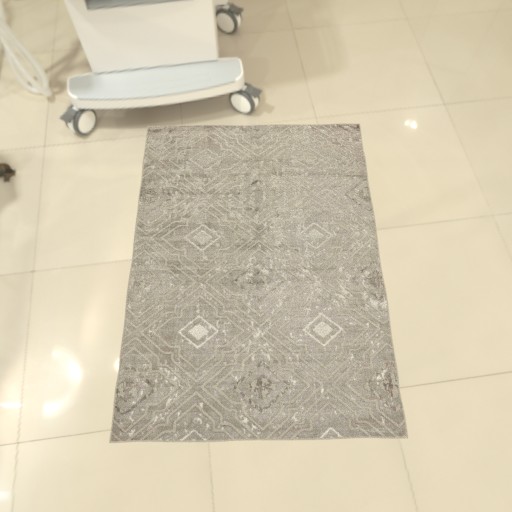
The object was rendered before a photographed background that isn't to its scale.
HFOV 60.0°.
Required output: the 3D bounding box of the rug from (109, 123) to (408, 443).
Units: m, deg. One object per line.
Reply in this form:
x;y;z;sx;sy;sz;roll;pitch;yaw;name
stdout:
0.000;0.000;4.345;2.448;0.020;3.359;-1;64;0;rug
